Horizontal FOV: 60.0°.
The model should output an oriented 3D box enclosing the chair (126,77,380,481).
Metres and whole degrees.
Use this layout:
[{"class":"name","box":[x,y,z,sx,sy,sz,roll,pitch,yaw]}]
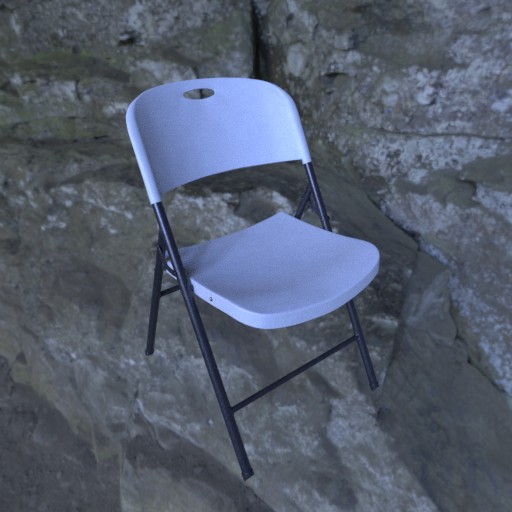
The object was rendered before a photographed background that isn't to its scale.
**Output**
[{"class":"chair","box":[0.000,0.000,1.168,0.494,0.810,0.566,-21,36,-32]}]
